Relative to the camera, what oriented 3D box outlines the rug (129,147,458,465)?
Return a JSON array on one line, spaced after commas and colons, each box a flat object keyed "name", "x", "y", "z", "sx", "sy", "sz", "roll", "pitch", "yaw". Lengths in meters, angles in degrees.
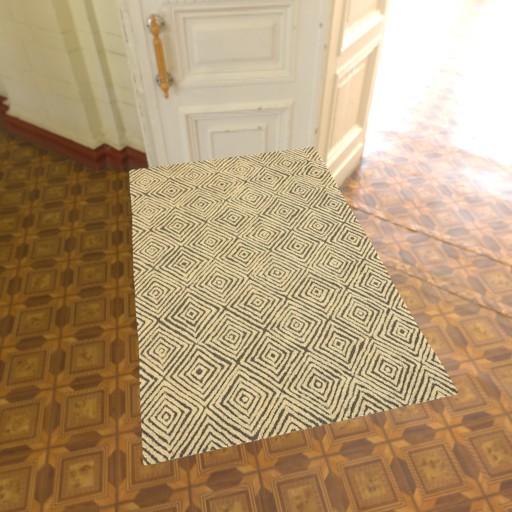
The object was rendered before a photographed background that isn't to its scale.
[{"name": "rug", "x": 0.000, "y": 0.000, "z": 2.173, "sx": 1.177, "sy": 0.004, "sz": 1.750, "roll": -9, "pitch": 46, "yaw": -9}]
